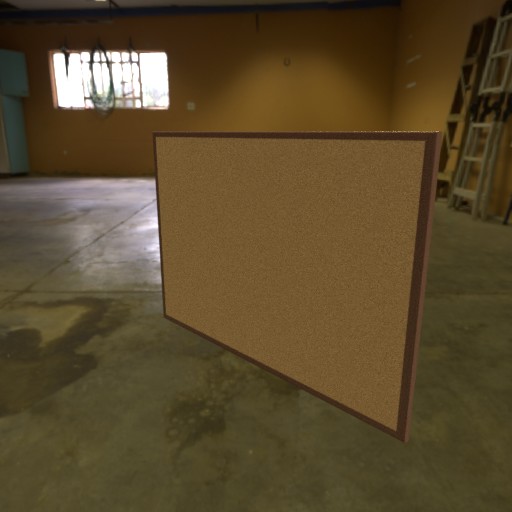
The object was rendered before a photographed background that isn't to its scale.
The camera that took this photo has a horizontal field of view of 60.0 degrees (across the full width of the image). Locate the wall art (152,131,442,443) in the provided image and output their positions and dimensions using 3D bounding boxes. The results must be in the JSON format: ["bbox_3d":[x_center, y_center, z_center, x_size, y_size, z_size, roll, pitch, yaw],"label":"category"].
[{"bbox_3d":[0.000,0.000,0.842,0.014,0.455,0.660,-15,21,-42],"label":"wall art"}]
